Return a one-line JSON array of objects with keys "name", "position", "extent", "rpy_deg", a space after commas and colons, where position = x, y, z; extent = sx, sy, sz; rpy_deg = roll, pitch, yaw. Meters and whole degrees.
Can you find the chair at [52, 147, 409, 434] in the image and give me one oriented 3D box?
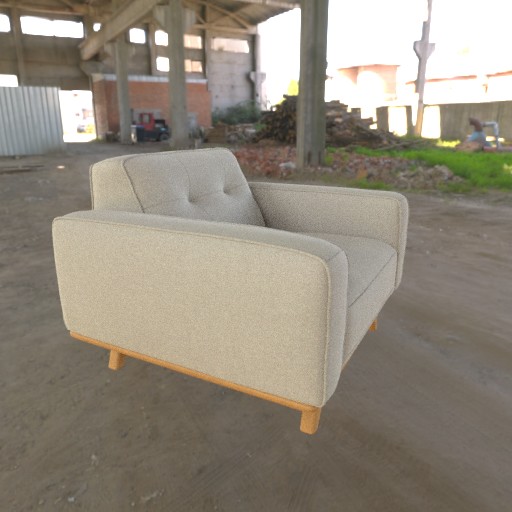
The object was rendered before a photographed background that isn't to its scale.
[{"name": "chair", "position": [0.000, 0.000, 1.709], "extent": [0.953, 0.779, 1.115], "rpy_deg": [8, 18, 26]}]
